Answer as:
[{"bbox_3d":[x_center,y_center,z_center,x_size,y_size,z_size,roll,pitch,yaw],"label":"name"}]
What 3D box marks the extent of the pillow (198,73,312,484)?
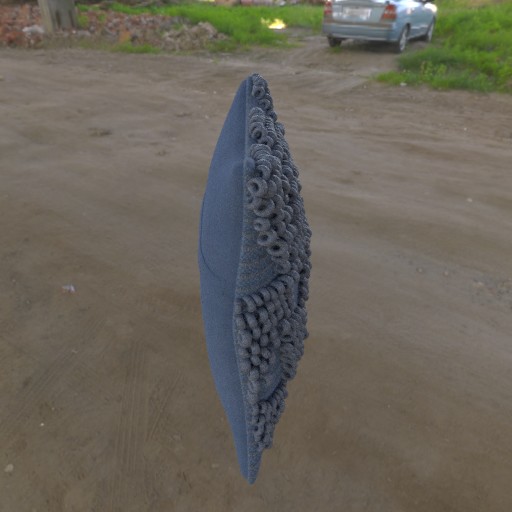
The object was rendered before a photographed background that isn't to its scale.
[{"bbox_3d":[0.000,0.000,0.694,0.172,0.466,0.469,0,32,-1],"label":"pillow"}]
